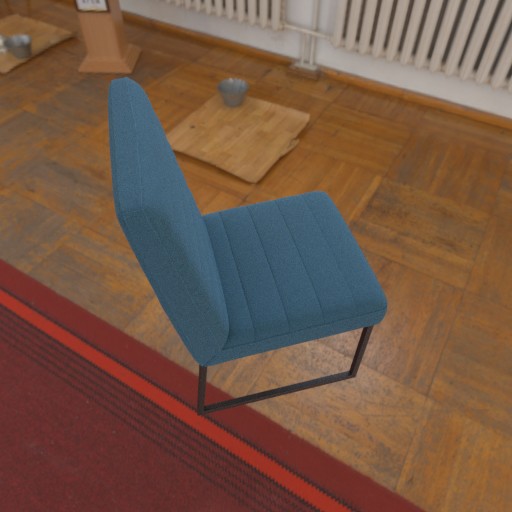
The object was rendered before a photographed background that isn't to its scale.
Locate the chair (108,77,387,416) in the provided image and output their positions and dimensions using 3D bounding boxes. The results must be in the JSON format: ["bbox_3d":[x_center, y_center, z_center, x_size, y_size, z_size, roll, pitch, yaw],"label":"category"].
[{"bbox_3d":[0.000,0.000,1.301,0.634,0.930,0.520,-11,49,-10],"label":"chair"}]
